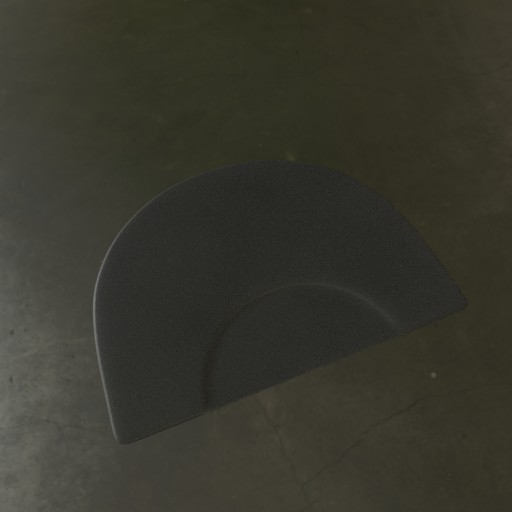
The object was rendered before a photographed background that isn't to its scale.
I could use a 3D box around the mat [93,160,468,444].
[{"bbox_3d":[0.000,0.000,1.610,1.220,0.016,0.917,-19,60,-11],"label":"mat"}]
